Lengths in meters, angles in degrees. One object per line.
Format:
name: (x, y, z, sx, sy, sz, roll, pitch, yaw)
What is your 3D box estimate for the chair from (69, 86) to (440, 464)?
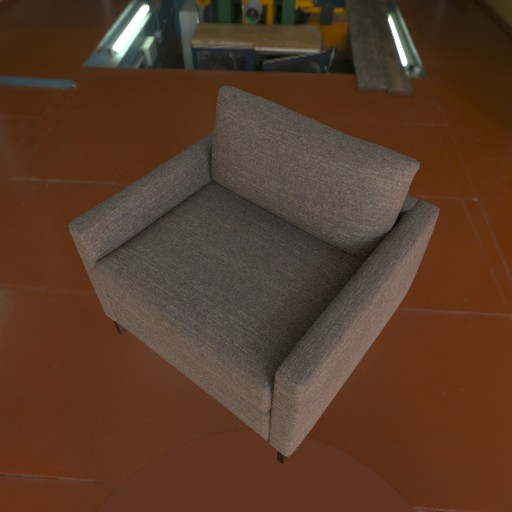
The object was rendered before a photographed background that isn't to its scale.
chair: (0.000, 0.000, 1.574, 0.940, 0.841, 0.845, 30, 54, 25)
